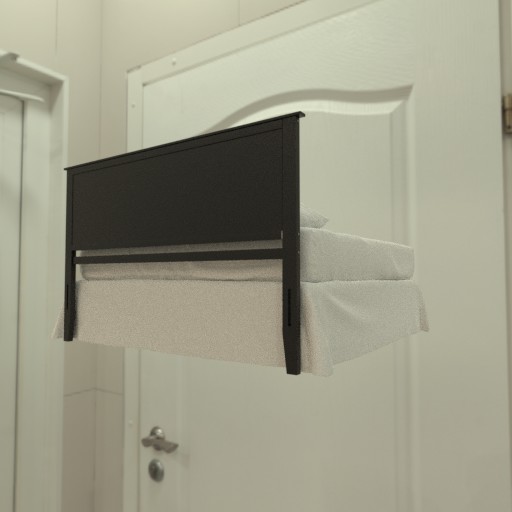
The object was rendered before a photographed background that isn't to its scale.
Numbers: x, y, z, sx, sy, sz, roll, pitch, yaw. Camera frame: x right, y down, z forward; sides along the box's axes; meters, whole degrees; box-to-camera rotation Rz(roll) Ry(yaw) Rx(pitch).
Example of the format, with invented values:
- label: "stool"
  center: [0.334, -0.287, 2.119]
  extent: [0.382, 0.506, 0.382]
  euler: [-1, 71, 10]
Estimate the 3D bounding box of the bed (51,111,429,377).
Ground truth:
- label: "bed"
  center: [0.000, 0.000, 3.597]
  extent: [2.315, 1.271, 2.219]
  euler: [-2, -3, 35]
